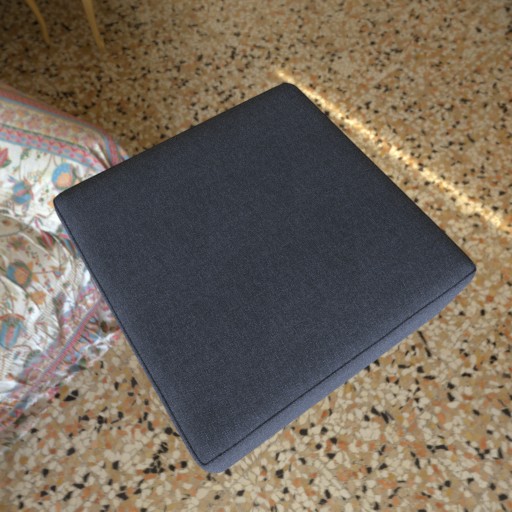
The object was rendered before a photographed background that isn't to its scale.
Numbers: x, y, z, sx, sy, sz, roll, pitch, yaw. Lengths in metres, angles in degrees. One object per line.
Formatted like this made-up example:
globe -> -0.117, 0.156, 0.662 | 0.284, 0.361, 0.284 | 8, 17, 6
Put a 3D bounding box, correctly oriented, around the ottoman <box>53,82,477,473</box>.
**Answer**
ottoman -> 0.000, 0.000, 1.536 | 1.000, 0.439, 1.000 | -31, 67, -15
